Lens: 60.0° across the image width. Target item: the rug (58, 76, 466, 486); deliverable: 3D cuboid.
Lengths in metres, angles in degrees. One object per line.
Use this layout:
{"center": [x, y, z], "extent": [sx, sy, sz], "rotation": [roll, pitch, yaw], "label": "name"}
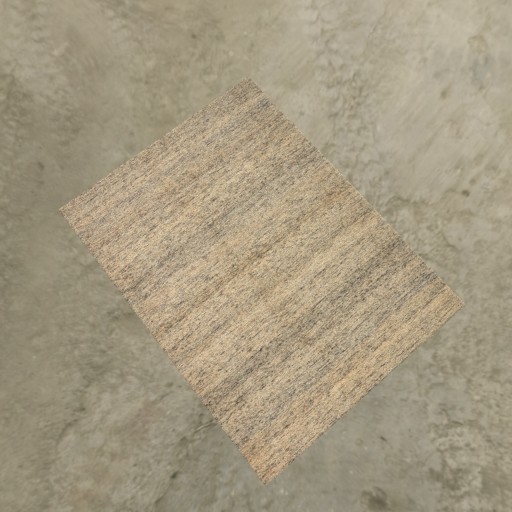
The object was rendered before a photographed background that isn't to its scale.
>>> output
{"center": [0.000, 0.000, 4.241], "extent": [2.414, 0.036, 3.199], "rotation": [-38, 78, -10], "label": "rug"}
